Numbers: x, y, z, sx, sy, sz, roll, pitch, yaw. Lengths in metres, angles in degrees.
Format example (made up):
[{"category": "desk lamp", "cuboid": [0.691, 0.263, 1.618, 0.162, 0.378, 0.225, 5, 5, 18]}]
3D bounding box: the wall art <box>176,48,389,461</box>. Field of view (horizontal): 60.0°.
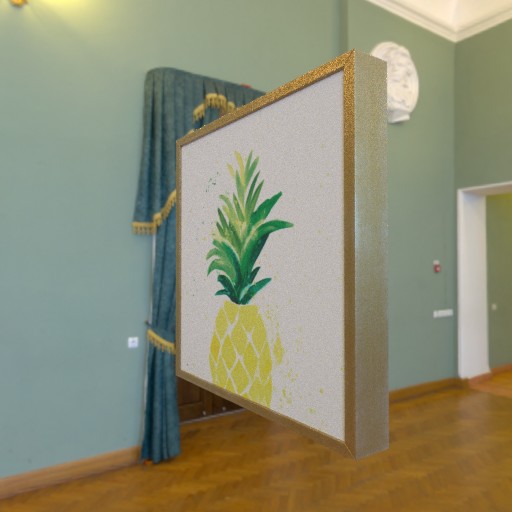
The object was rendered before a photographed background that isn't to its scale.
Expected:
[{"category": "wall art", "cuboid": [0.000, 0.000, 0.462, 0.038, 0.305, 0.306, 1, -1, -35]}]
